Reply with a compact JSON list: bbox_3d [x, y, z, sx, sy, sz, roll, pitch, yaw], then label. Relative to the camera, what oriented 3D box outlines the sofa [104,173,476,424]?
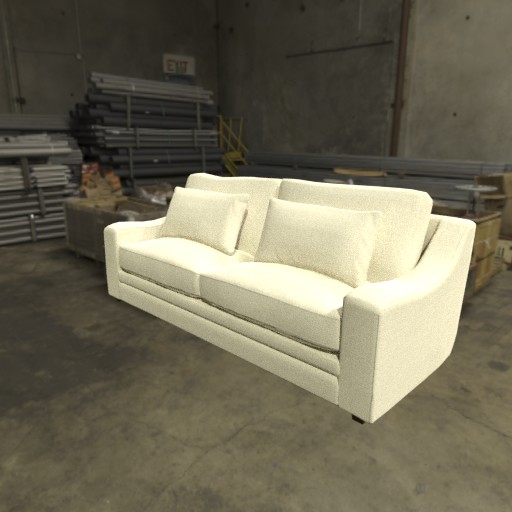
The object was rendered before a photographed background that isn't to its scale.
[{"bbox_3d":[0.000,0.000,3.033,2.470,1.022,1.009,14,21,43],"label":"sofa"}]
